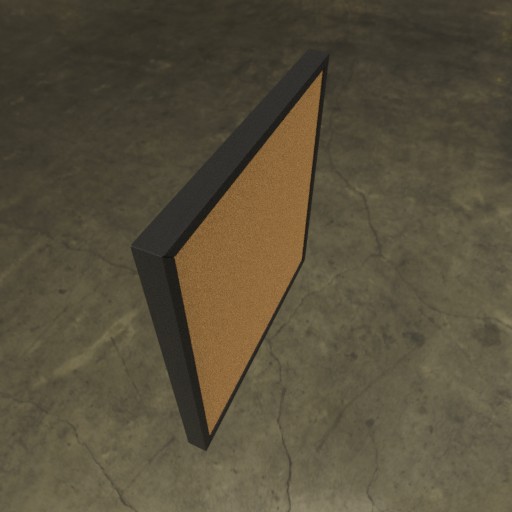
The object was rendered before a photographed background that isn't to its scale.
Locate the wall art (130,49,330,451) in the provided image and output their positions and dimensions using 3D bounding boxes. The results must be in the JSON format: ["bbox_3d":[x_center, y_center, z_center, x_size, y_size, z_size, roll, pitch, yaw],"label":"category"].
[{"bbox_3d":[0.000,0.000,0.765,0.037,0.508,0.508,18,50,16],"label":"wall art"}]
